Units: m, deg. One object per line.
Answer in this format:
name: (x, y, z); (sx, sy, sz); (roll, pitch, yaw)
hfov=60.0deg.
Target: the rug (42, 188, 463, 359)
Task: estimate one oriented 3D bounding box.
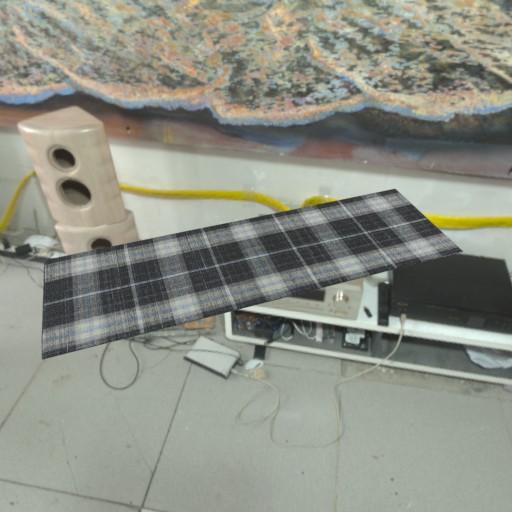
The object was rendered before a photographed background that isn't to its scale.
rug: (0.000, 0.000, 2.688); (2.434, 0.012, 0.760); (-13, 43, -14)
